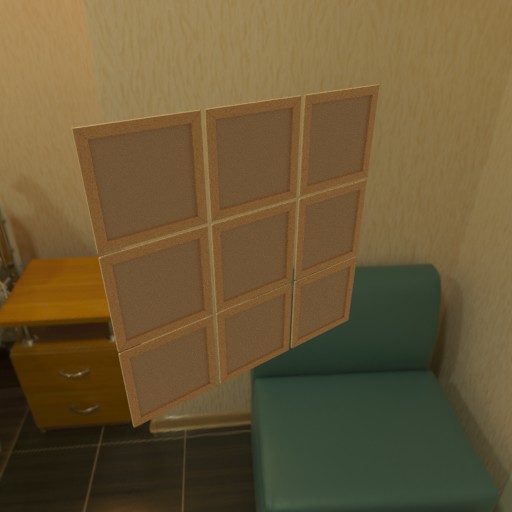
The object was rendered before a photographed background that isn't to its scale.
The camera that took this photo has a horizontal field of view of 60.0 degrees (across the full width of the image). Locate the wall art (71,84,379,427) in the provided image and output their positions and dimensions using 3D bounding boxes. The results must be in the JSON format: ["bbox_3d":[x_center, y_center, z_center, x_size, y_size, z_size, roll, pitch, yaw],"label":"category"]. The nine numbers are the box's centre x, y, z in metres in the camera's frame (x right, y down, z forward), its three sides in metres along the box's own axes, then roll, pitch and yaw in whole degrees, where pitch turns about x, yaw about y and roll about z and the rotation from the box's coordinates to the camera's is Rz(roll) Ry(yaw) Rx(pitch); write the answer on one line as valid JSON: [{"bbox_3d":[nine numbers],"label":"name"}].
[{"bbox_3d":[0.000,0.000,2.254,1.519,1.507,0.014,-19,35,-30],"label":"wall art"}]
